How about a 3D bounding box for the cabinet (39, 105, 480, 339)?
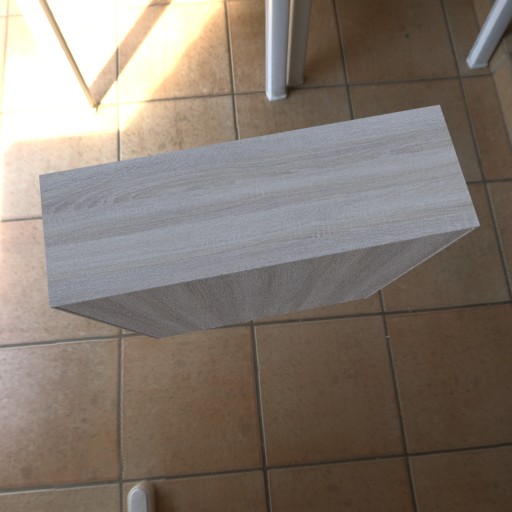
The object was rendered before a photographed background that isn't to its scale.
[{"bbox_3d":[0.000,0.000,2.959,1.870,2.060,0.620,-11,76,-3],"label":"cabinet"}]
